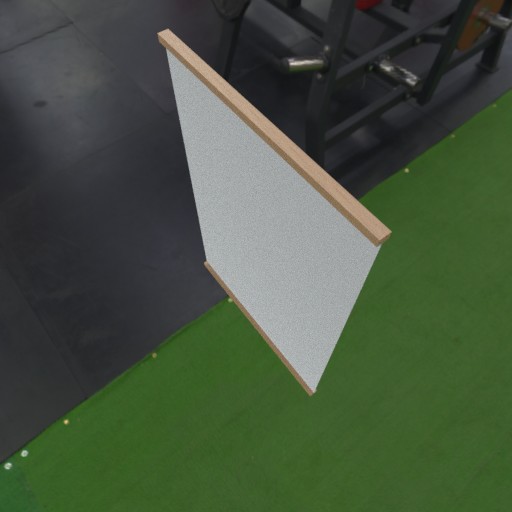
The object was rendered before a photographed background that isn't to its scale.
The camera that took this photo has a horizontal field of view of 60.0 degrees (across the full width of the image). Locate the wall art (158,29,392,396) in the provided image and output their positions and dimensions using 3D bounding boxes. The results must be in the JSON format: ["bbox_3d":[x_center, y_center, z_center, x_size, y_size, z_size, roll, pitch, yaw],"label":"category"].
[{"bbox_3d":[0.000,0.000,0.634,0.013,0.510,0.335,-33,65,-18],"label":"wall art"}]
